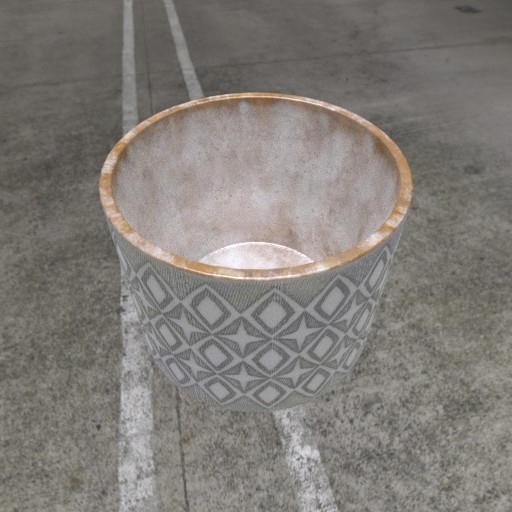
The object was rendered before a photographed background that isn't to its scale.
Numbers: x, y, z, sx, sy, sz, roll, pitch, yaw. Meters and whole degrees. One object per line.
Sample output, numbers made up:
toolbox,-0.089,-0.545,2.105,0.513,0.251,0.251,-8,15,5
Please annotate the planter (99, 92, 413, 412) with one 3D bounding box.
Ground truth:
planter,0.000,0.000,0.449,0.255,0.223,0.255,0,46,0
